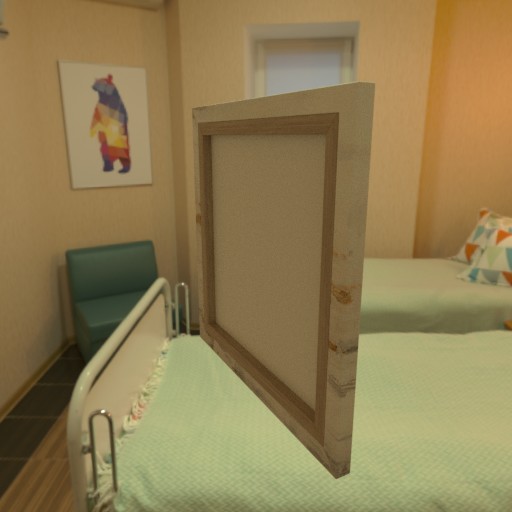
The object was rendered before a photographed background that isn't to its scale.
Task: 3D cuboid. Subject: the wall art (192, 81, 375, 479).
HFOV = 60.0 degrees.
[{"bbox_3d":[0.000,0.000,1.128,0.038,0.755,0.753,-8,17,-27],"label":"wall art"}]
